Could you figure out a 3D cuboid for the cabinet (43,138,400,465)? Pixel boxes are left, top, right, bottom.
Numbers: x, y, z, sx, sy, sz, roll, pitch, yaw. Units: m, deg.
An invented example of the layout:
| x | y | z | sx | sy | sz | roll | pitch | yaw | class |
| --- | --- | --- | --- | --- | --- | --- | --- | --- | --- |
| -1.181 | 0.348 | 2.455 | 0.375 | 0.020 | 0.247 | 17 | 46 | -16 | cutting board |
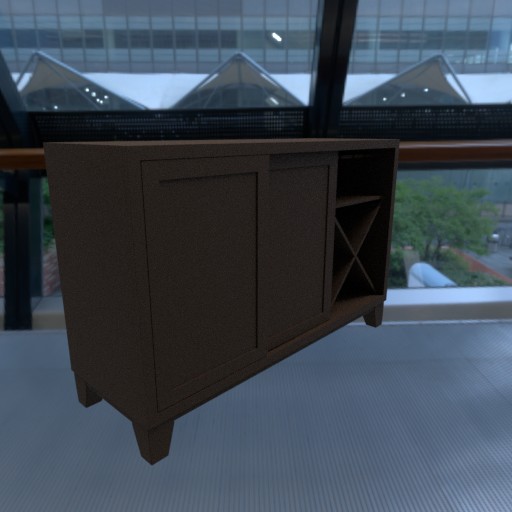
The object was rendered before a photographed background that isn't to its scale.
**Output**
| x | y | z | sx | sy | sz | roll | pitch | yaw | class |
| --- | --- | --- | --- | --- | --- | --- | --- | --- | --- |
| 0.000 | 0.000 | 1.814 | 0.482 | 0.914 | 1.396 | 14 | 21 | 42 | cabinet |
